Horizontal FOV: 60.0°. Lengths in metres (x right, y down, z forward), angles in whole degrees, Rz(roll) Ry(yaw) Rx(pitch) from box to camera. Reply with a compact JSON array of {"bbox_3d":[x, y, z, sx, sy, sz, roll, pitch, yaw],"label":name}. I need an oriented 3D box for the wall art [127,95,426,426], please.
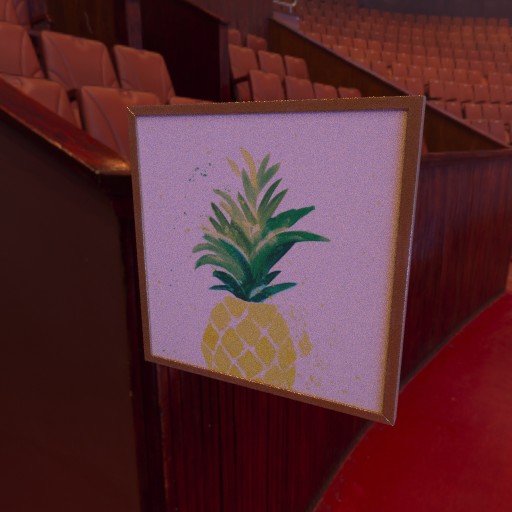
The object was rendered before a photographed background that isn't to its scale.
[{"bbox_3d":[0.000,0.000,1.157,0.762,0.760,0.037,7,17,25],"label":"wall art"}]
